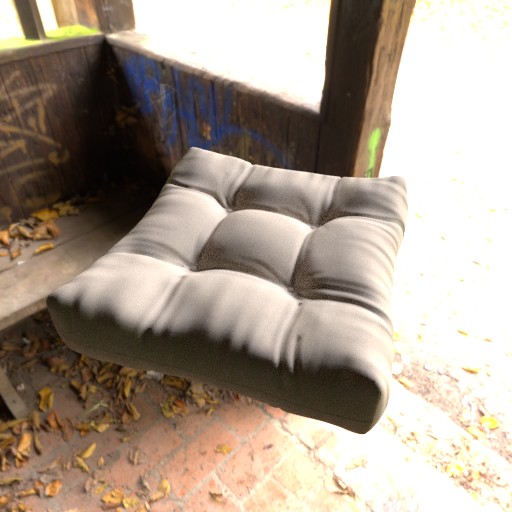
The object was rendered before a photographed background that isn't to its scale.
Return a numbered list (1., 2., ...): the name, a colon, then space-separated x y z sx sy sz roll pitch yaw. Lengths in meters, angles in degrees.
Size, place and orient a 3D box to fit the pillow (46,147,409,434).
1. pillow: 0.000 0.000 0.737 0.468 0.128 0.490 11 42 13
